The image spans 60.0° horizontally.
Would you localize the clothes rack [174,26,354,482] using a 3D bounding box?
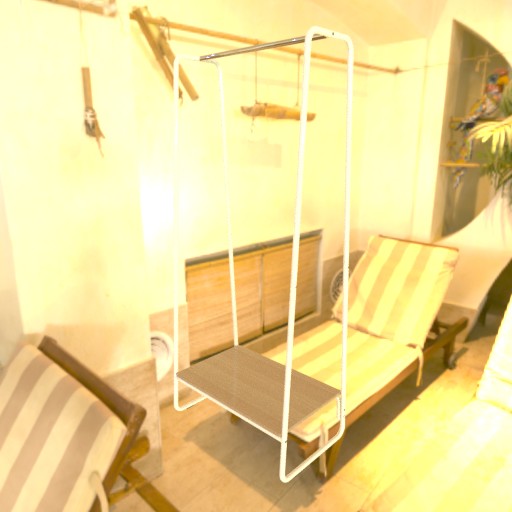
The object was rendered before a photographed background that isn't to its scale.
[{"bbox_3d":[0.000,0.000,1.717,0.640,1.500,0.400,14,20,42],"label":"clothes rack"}]
